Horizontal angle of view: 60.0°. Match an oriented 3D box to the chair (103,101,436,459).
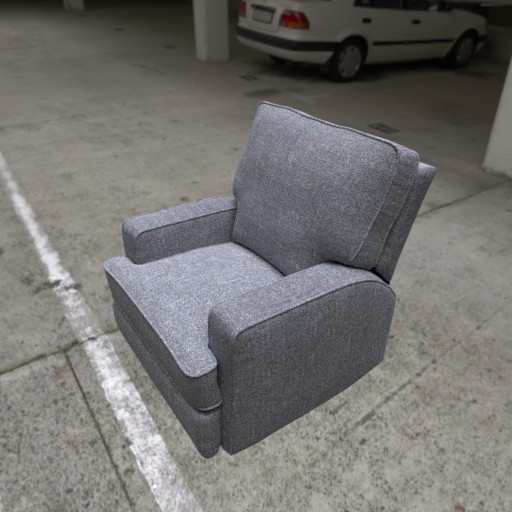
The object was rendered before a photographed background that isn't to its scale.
[{"bbox_3d":[0.000,0.000,1.681,0.964,0.962,0.861,-20,36,-30],"label":"chair"}]
